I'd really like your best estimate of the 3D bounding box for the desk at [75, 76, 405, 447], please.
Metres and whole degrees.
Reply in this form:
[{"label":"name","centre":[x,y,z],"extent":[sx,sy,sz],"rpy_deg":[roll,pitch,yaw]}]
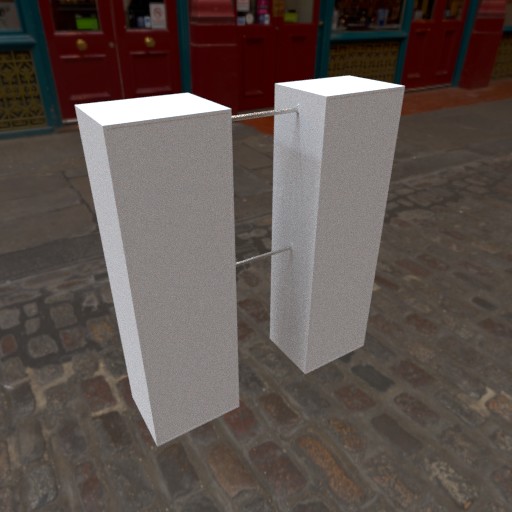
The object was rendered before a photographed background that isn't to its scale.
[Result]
[{"label":"desk","centre":[0.000,0.000,2.877],"extent":[1.770,2.000,0.480],"rpy_deg":[-18,34,-27]}]
